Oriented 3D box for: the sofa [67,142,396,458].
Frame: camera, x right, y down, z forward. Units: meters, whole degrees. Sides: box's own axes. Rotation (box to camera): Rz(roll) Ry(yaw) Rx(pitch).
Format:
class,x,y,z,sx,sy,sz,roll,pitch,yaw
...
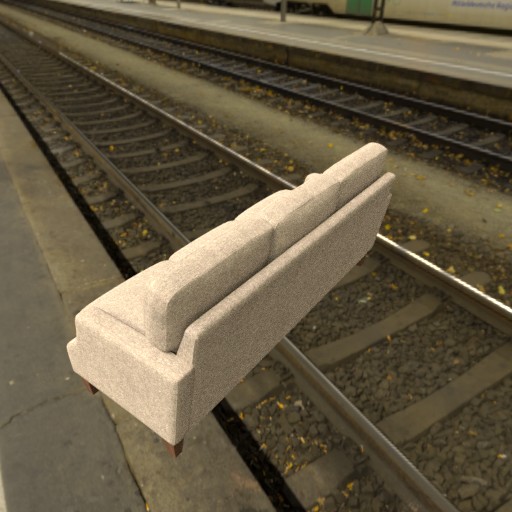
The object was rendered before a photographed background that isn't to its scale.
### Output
class,x,y,z,sx,sy,sz,roll,pitch,yaw
sofa,0.000,0.000,2.646,0.888,0.984,2.115,22,38,30
